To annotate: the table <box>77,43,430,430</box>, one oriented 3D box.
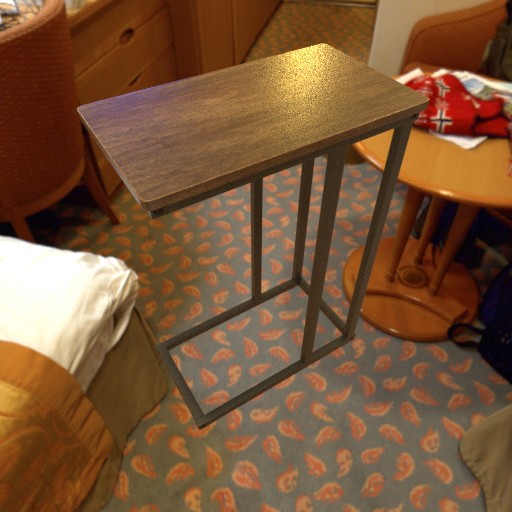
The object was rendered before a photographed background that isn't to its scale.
[{"bbox_3d":[0.000,0.000,0.871,0.450,0.637,0.254,-24,51,-22],"label":"table"}]
